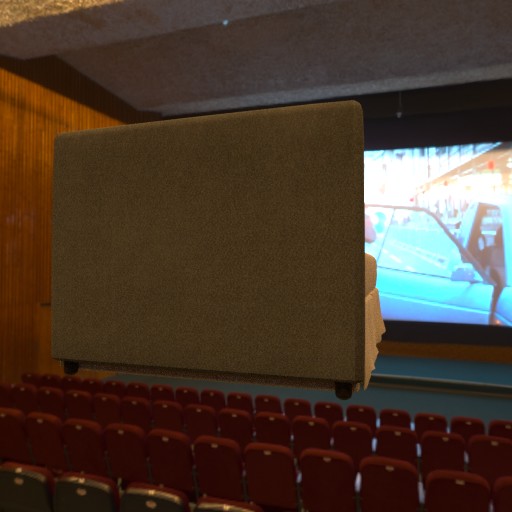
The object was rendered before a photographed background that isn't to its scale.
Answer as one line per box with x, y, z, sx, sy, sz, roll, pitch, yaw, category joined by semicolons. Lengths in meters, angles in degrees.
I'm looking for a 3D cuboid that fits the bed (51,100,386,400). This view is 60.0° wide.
0.000;0.000;3.155;1.713;1.330;2.142;0;-2;18;bed
